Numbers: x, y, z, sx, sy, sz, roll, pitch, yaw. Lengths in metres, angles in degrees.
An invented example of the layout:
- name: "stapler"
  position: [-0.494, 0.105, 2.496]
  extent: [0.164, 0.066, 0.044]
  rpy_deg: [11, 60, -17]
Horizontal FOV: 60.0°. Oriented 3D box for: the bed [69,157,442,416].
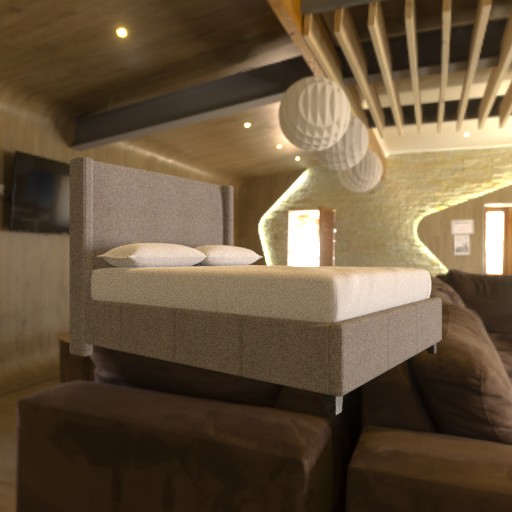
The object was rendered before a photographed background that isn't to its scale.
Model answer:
- name: "bed"
  position: [0.000, 0.000, 3.349]
  extent: [2.245, 1.476, 1.714]
  rpy_deg: [0, 0, 37]
